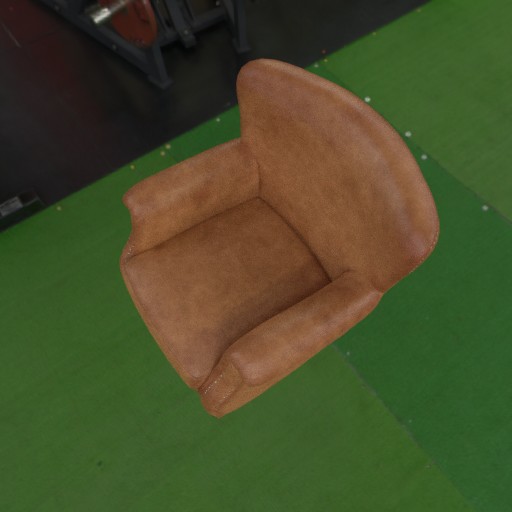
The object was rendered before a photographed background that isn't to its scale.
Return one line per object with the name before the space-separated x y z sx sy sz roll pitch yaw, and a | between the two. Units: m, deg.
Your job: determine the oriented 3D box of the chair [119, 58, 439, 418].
chair | 0.000 0.000 1.625 0.921 0.936 0.861 -32 67 -15
